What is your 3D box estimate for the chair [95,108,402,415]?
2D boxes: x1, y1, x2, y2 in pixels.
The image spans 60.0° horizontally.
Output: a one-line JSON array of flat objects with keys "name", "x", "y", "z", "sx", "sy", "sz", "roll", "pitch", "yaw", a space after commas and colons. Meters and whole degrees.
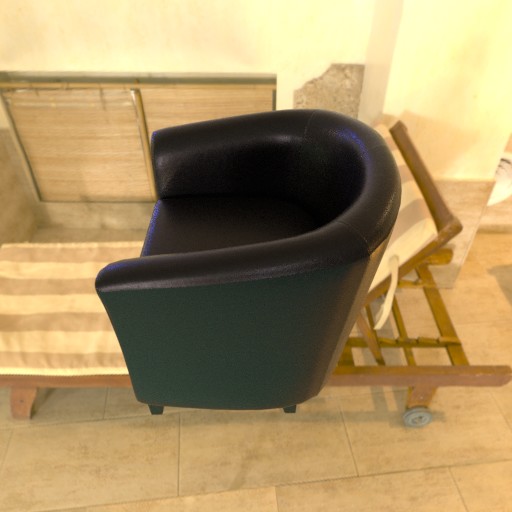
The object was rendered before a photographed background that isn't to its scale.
[{"name": "chair", "x": 0.000, "y": 0.000, "z": 1.402, "sx": 0.727, "sy": 0.756, "sz": 0.793, "roll": 0, "pitch": 41, "yaw": 0}]
